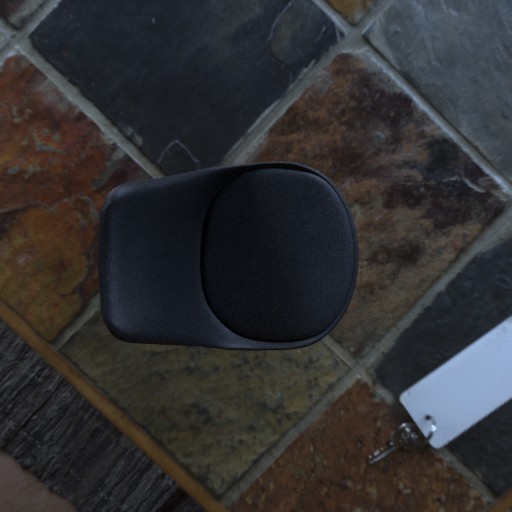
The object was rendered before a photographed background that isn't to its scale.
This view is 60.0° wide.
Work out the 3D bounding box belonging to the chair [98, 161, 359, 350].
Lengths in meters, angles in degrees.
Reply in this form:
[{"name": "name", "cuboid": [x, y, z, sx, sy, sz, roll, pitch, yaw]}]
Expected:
[{"name": "chair", "cuboid": [0.000, 0.000, 1.197, 0.549, 0.850, 0.485, 0, 92, 1]}]
